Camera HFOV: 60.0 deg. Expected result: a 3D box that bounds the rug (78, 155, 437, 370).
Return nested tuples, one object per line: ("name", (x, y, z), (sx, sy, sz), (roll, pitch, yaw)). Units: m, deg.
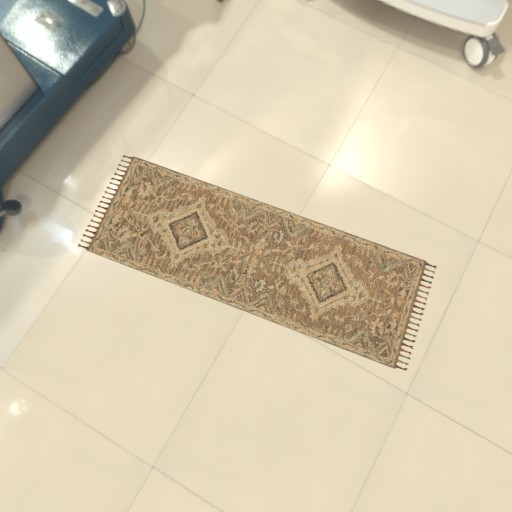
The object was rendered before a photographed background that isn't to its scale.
("rug", (0.000, 0.000, 2.933), (2.378, 0.018, 1.324), (36, 78, 9))
